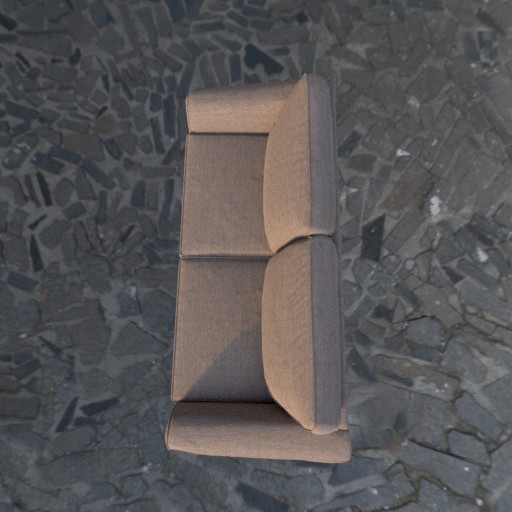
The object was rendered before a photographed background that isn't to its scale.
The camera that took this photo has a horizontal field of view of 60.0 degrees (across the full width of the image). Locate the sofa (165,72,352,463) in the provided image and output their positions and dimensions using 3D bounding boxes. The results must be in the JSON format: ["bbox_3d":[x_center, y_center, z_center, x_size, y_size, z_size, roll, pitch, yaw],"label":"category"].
[{"bbox_3d":[0.000,0.000,2.747,0.980,0.965,2.270,1,75,0],"label":"sofa"}]
